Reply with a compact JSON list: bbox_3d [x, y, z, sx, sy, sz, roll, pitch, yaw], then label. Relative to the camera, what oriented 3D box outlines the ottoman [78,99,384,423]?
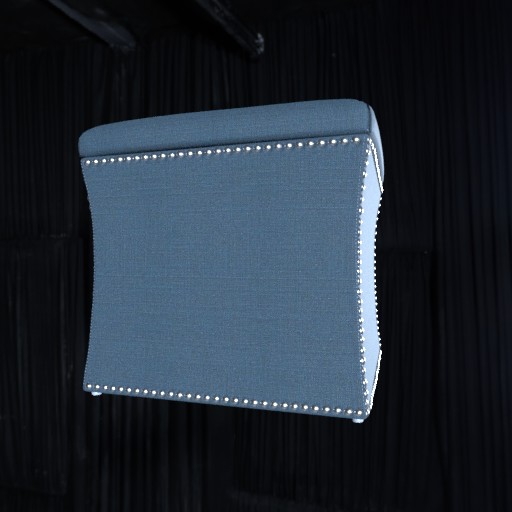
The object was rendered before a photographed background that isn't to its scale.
[{"bbox_3d":[0.000,0.000,0.896,0.497,0.475,0.507,0,-1,18],"label":"ottoman"}]
